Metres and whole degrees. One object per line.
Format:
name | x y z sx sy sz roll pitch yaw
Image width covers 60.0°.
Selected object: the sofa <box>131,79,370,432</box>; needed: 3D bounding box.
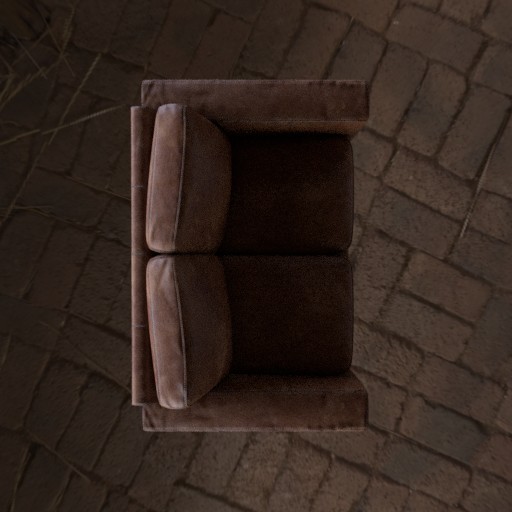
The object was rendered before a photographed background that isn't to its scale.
sofa | 0.000 0.000 2.192 1.041 0.889 1.626 0 91 0
